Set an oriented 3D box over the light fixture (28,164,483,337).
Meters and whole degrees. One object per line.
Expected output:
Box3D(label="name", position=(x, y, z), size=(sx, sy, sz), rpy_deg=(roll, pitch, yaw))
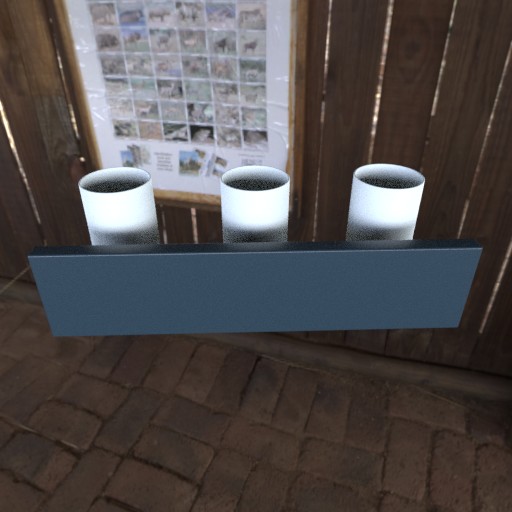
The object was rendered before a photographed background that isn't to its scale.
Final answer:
Box3D(label="light fixture", position=(0.000, 0.000, 0.525), size=(0.451, 0.172, 0.145), rpy_deg=(-1, 32, -2))
